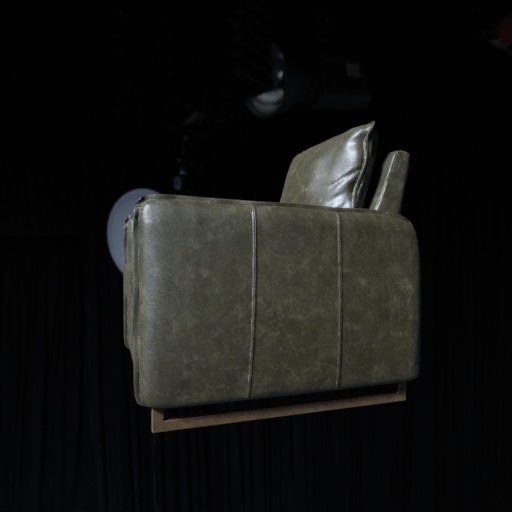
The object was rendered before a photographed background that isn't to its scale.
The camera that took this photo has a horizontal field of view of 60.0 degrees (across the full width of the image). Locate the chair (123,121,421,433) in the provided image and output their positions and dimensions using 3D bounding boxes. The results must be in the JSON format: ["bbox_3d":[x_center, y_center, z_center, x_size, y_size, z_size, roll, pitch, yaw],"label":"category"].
[{"bbox_3d":[0.000,0.000,1.628,0.921,0.921,0.830,0,1,-19],"label":"chair"}]
